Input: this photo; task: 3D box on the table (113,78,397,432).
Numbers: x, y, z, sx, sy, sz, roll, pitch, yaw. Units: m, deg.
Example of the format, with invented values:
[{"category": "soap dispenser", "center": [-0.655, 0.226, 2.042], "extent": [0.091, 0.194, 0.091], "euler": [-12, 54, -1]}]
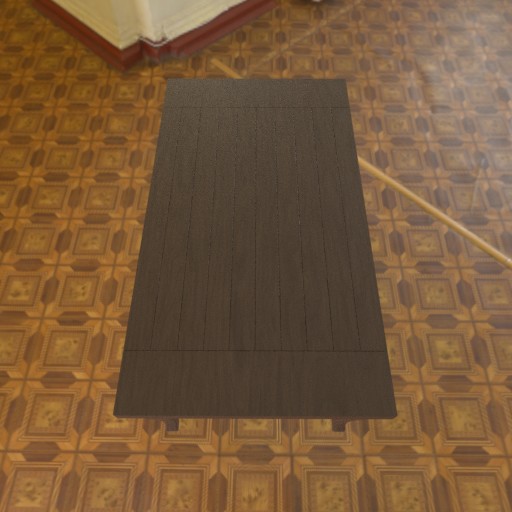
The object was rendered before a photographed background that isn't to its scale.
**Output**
[{"category": "table", "center": [0.000, 0.000, 1.393], "extent": [0.600, 0.494, 1.062], "euler": [0, 59, 0]}]
